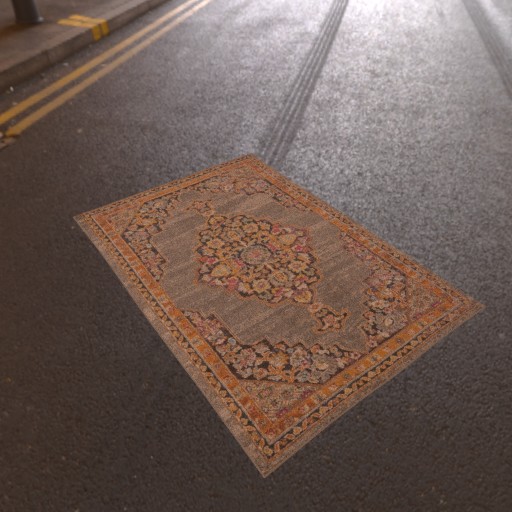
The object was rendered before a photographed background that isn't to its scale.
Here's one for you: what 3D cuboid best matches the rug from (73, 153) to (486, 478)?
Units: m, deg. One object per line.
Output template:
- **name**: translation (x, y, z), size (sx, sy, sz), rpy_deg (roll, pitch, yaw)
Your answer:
- **rug**: translation (0.000, 0.000, 3.655), size (2.043, 0.026, 2.901), rpy_deg (-26, 47, -27)
